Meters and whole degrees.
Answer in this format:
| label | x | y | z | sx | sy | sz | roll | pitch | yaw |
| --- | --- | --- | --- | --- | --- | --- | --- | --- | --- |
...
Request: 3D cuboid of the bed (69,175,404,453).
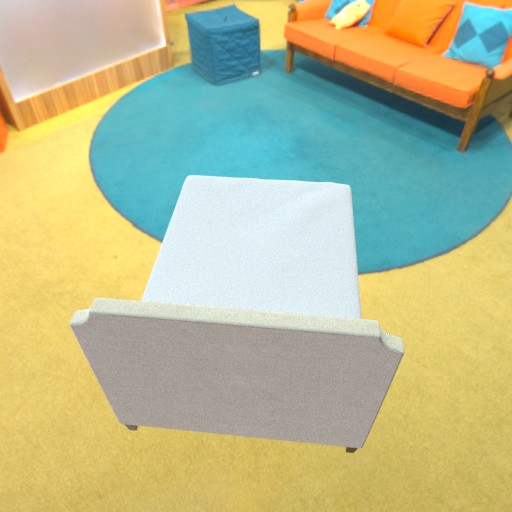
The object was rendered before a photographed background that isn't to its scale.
| label | x | y | z | sx | sy | sz | roll | pitch | yaw |
| --- | --- | --- | --- | --- | --- | --- | --- | --- | --- |
| bed | 0.000 | 0.000 | 3.490 | 1.713 | 1.457 | 2.381 | 4 | 45 | 4 |
